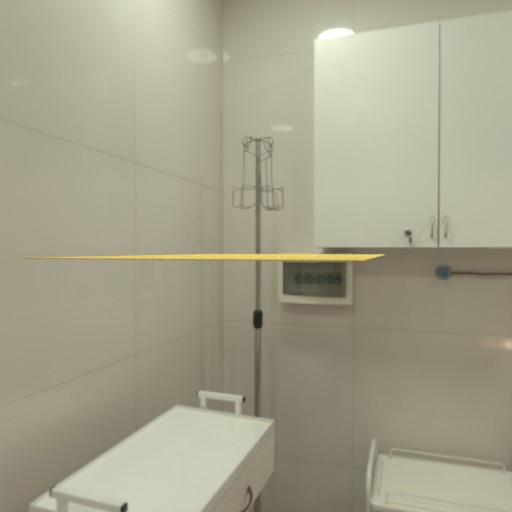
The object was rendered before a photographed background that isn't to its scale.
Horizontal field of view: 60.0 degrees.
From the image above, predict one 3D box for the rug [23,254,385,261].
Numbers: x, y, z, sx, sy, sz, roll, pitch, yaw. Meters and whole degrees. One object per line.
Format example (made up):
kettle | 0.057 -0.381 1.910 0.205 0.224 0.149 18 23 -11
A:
rug | 0.000 0.000 3.719 1.981 0.006 2.895 0 1 18
